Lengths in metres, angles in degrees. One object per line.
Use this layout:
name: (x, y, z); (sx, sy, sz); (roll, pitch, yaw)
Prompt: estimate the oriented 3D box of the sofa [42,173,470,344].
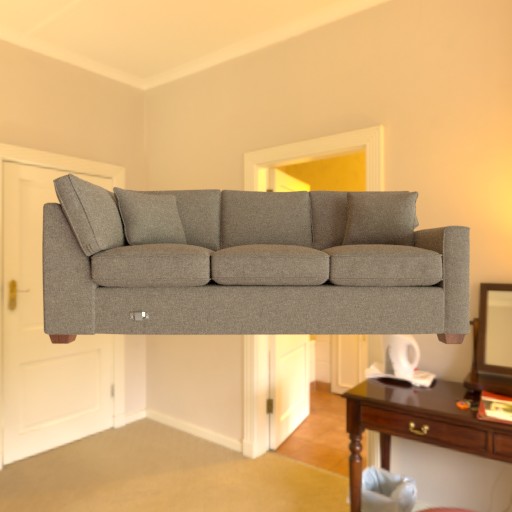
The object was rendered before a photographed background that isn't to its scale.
sofa: (0.000, 0.000, 2.849); (2.317, 0.962, 1.061); (0, 0, 0)
